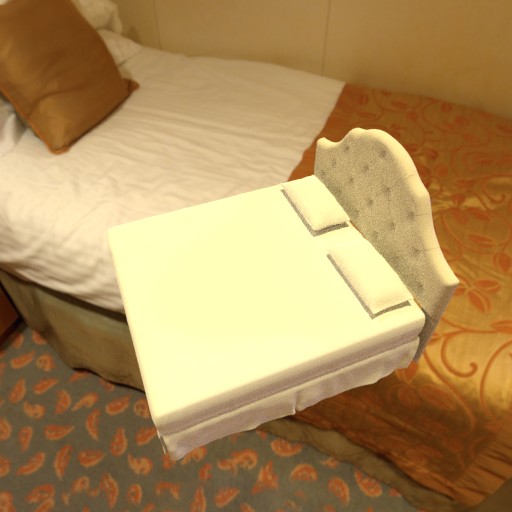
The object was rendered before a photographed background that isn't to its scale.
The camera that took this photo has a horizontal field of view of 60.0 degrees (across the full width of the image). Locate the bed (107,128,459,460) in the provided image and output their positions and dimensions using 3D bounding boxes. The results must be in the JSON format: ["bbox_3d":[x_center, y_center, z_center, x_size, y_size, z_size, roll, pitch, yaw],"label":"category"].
[{"bbox_3d":[0.000,0.000,3.544,2.214,1.615,2.008,-16,49,-15],"label":"bed"}]
